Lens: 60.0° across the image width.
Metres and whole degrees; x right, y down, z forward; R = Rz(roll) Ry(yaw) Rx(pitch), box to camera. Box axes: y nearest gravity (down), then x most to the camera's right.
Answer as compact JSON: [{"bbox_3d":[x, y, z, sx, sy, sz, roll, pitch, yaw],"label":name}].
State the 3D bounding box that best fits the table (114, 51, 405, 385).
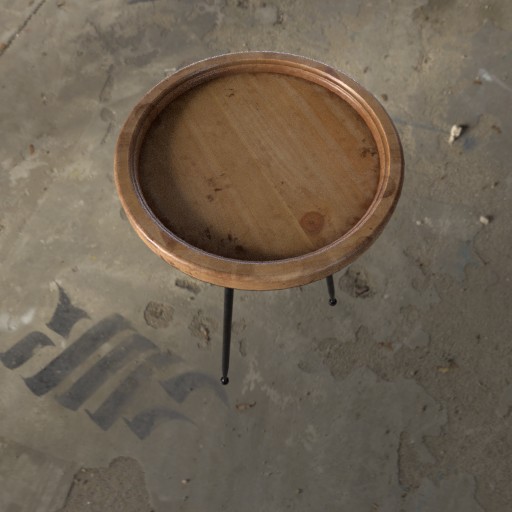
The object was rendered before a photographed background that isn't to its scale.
[{"bbox_3d":[0.000,0.000,0.919,0.414,0.664,0.418,34,68,16],"label":"table"}]
